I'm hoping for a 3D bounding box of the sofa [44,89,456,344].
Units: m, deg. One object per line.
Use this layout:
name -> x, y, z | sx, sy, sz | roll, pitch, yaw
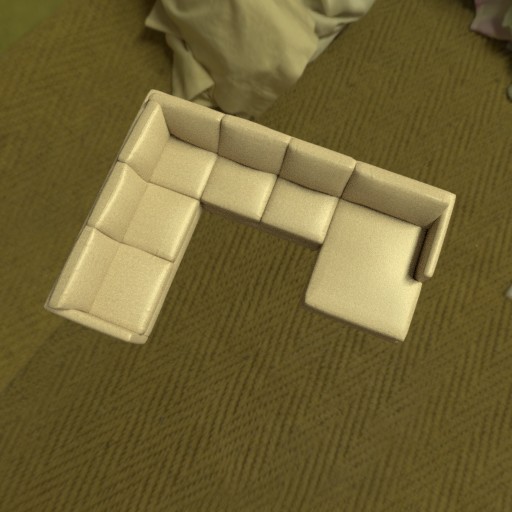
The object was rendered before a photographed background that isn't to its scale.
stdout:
sofa -> 0.000, 0.000, 4.642 | 3.460, 0.961, 2.594 | 20, 78, 5
